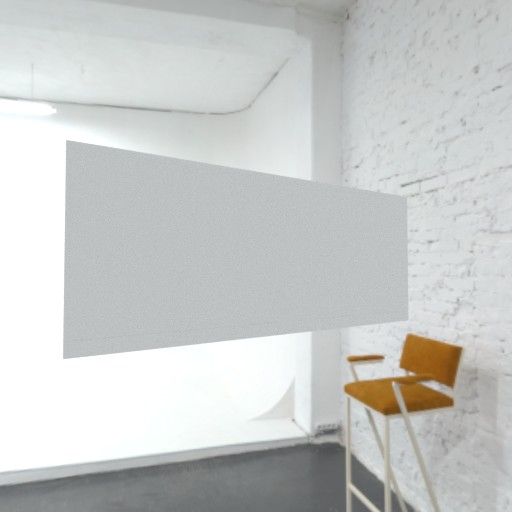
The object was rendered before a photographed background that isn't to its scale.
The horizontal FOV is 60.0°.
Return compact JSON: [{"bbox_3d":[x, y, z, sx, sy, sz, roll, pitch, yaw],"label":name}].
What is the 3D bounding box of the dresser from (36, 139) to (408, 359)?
[{"bbox_3d":[0.000,0.000,2.549,2.200,0.840,0.500,1,-2,-37],"label":"dresser"}]
